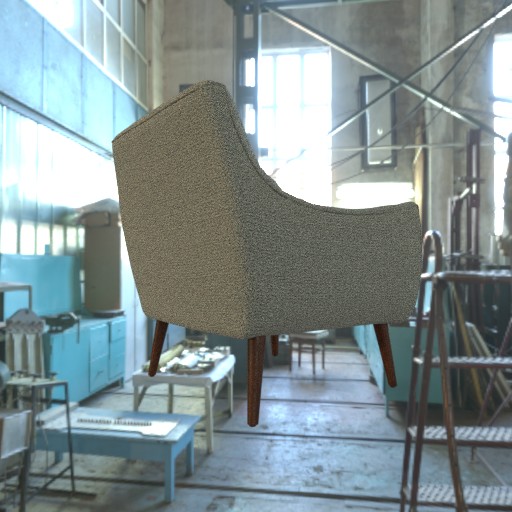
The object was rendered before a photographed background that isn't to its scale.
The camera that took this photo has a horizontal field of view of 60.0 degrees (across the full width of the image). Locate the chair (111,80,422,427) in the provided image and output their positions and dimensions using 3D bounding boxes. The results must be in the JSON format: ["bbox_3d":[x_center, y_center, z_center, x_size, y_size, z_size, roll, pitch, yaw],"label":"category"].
[{"bbox_3d":[0.000,0.000,1.461,0.787,0.838,0.762,1,-1,-37],"label":"chair"}]
